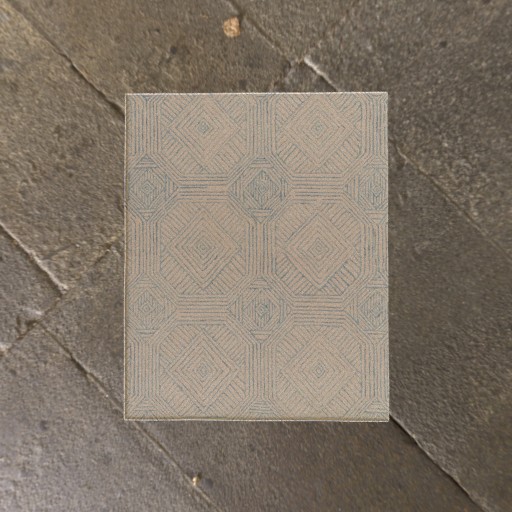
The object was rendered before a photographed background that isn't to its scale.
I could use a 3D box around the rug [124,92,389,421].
[{"bbox_3d":[0.000,0.000,4.118,2.457,0.015,3.049,0,89,1],"label":"rug"}]
